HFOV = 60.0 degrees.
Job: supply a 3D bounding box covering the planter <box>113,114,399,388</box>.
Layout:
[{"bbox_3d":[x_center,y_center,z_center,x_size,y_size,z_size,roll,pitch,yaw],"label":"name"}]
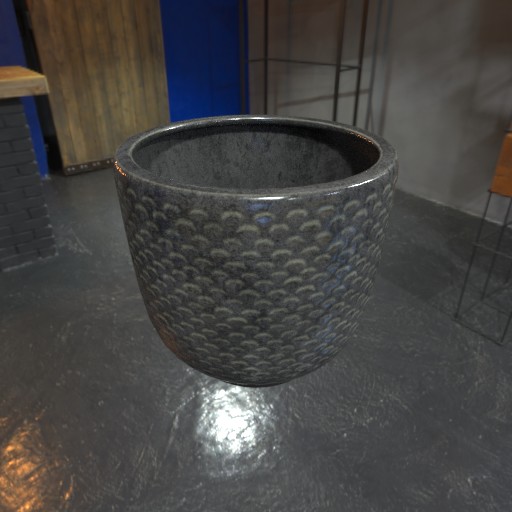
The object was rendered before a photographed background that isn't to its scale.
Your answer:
[{"bbox_3d":[0.000,0.000,0.253,0.140,0.129,0.140,0,30,0],"label":"planter"}]
